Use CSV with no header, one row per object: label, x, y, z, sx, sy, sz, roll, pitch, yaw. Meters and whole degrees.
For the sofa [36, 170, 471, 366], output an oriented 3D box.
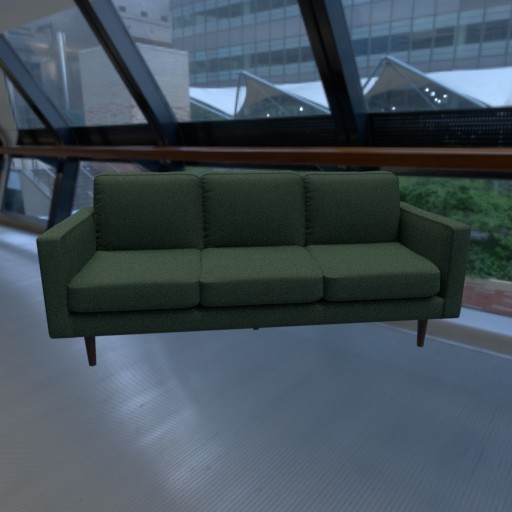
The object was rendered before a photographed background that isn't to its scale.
sofa,0.000,0.000,2.478,2.029,0.899,0.879,-2,16,-7
